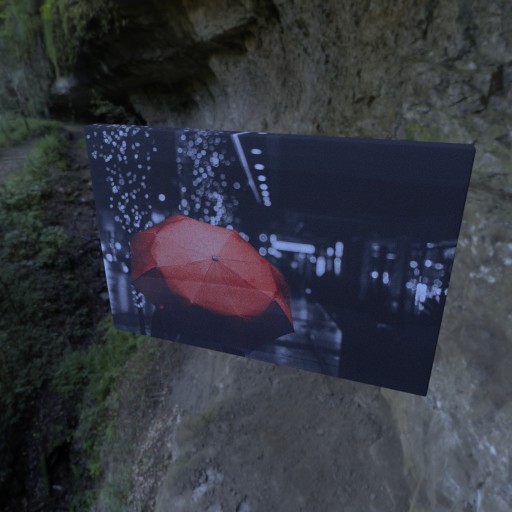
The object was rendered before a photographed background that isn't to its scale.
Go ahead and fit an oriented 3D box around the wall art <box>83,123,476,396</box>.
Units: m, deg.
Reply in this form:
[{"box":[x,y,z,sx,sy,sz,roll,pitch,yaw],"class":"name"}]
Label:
[{"box":[0.000,0.000,0.756,0.609,0.406,0.037,8,25,18],"class":"wall art"}]
